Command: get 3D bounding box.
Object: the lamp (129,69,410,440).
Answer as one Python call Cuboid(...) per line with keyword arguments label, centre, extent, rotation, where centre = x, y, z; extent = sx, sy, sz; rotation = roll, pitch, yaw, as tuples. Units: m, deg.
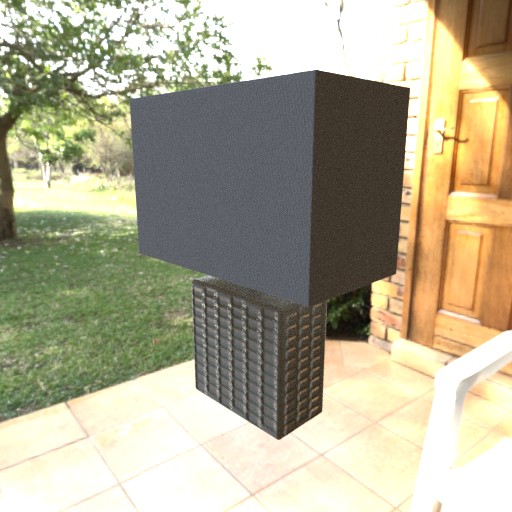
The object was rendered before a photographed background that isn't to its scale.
Cuboid(label="lamp", centre=(0.000, 0.000, 0.706), extent=(0.200, 0.515, 0.380), rotation=(-13, 19, -43))
